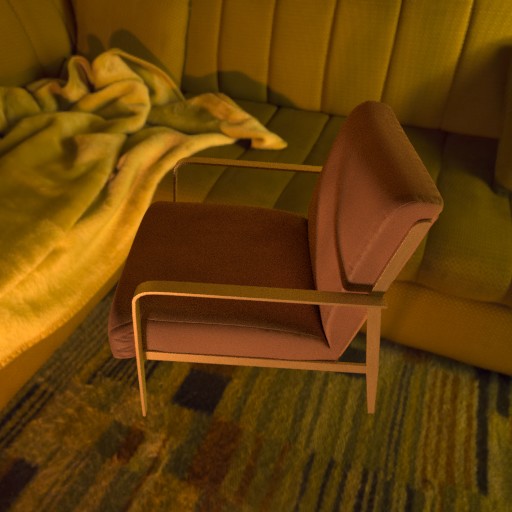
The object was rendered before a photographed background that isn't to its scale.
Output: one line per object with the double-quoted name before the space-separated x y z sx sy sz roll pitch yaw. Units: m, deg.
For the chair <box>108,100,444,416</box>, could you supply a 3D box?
"chair" 0.000 0.000 1.455 0.848 0.823 0.701 1 40 1
